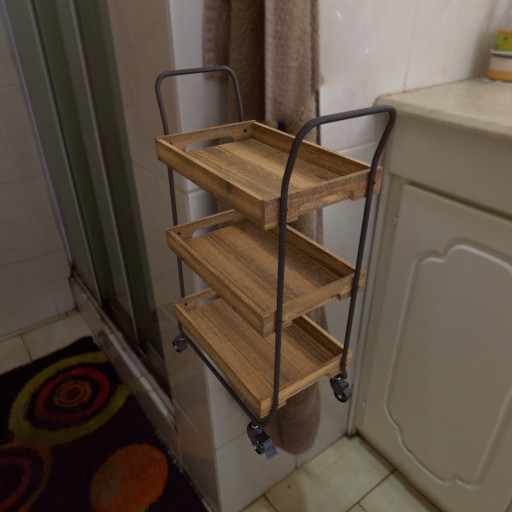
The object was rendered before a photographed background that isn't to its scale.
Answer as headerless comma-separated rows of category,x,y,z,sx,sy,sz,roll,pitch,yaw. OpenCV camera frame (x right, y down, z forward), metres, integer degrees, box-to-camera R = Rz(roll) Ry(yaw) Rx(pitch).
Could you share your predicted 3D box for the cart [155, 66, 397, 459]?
cart,0.000,0.000,1.173,0.339,0.857,0.583,-20,36,-29
